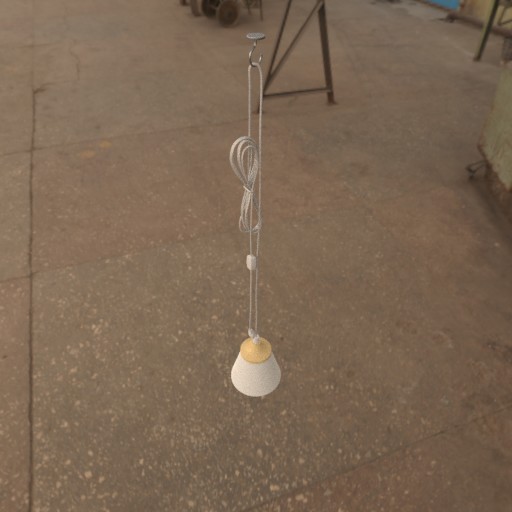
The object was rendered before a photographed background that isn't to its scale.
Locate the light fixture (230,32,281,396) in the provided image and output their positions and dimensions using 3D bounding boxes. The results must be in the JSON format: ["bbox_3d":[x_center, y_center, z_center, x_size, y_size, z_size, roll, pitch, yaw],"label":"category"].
[{"bbox_3d":[0.000,0.000,1.049,0.153,0.966,0.153,-12,42,-13],"label":"light fixture"}]
